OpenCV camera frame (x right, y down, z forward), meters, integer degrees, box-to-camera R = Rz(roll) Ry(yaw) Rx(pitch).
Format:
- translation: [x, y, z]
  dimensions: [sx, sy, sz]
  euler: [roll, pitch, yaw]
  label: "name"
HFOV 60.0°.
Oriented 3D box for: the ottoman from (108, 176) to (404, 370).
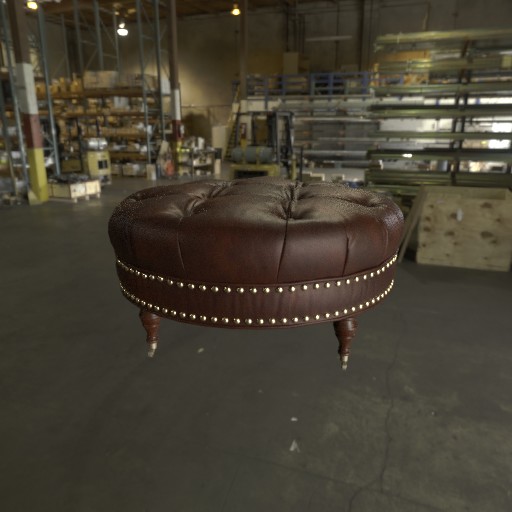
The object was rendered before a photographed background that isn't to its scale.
- translation: [0.000, 0.000, 1.414]
  dimensions: [0.901, 0.455, 0.901]
  euler: [0, 16, 0]
  label: "ottoman"
